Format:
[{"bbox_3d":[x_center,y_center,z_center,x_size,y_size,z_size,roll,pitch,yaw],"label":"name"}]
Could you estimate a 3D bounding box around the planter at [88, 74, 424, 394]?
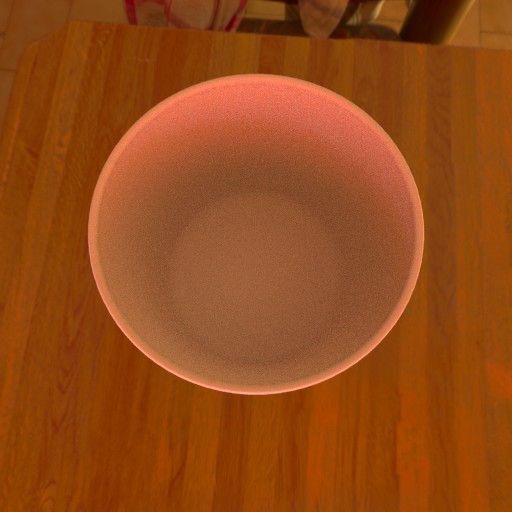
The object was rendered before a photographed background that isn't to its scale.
[{"bbox_3d":[0.000,0.000,0.773,0.440,0.398,0.440,0,76,0],"label":"planter"}]
